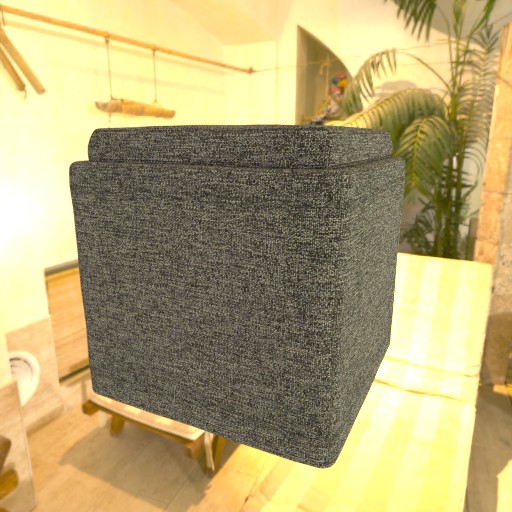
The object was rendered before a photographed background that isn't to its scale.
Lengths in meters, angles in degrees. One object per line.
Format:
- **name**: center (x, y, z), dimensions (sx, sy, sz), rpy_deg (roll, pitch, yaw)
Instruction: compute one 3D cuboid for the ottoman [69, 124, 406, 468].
- **ottoman**: center (0.000, 0.000, 0.819), dimensions (0.450, 0.463, 0.450), rpy_deg (7, 17, 26)
